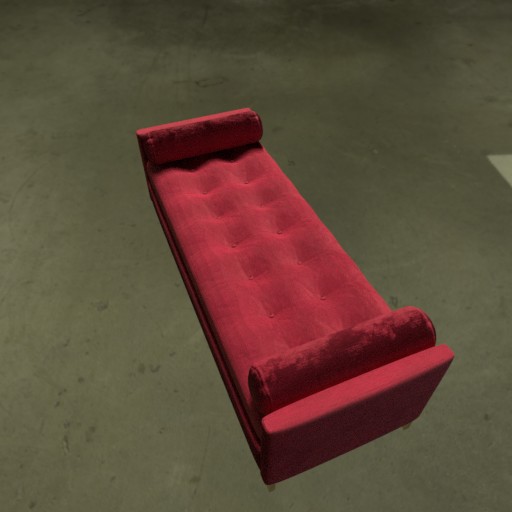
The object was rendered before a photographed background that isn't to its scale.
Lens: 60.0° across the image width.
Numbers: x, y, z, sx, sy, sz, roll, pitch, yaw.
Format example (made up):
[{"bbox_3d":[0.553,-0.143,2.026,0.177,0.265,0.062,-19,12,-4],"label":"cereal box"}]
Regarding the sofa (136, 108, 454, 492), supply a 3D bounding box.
[{"bbox_3d":[0.000,0.000,2.430,0.796,0.705,2.102,-17,48,-16],"label":"sofa"}]
